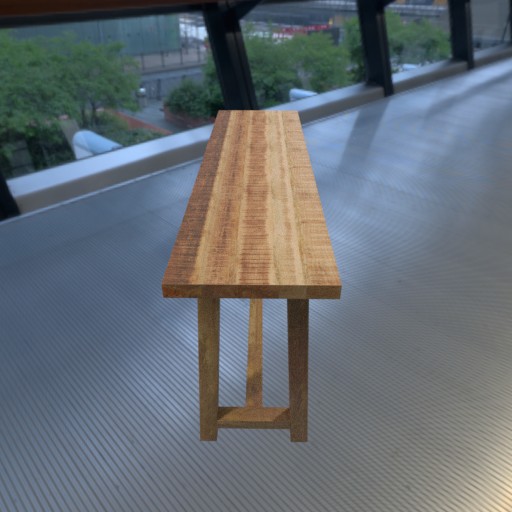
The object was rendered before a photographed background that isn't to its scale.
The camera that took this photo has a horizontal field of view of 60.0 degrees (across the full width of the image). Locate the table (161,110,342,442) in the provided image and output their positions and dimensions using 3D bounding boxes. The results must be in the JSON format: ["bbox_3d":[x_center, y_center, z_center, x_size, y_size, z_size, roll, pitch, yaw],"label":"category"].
[{"bbox_3d":[0.000,0.000,1.853,0.405,0.810,1.524,0,32,1],"label":"table"}]
